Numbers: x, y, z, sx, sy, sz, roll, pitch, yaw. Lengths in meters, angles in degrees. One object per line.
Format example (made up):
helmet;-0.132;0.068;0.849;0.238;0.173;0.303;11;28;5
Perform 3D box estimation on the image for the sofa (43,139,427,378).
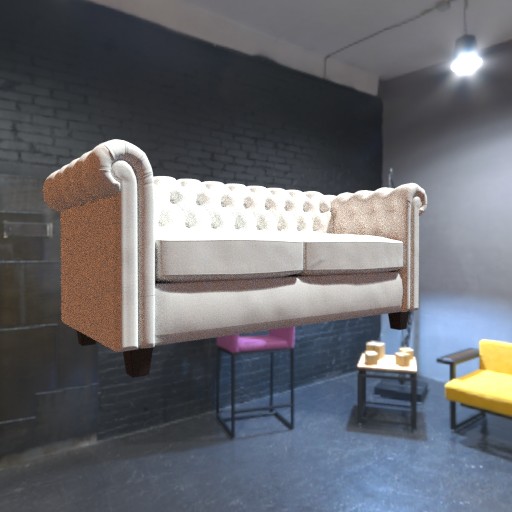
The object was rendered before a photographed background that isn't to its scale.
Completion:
sofa;0.000;0.000;2.201;1.798;0.796;0.771;-1;1;-36
